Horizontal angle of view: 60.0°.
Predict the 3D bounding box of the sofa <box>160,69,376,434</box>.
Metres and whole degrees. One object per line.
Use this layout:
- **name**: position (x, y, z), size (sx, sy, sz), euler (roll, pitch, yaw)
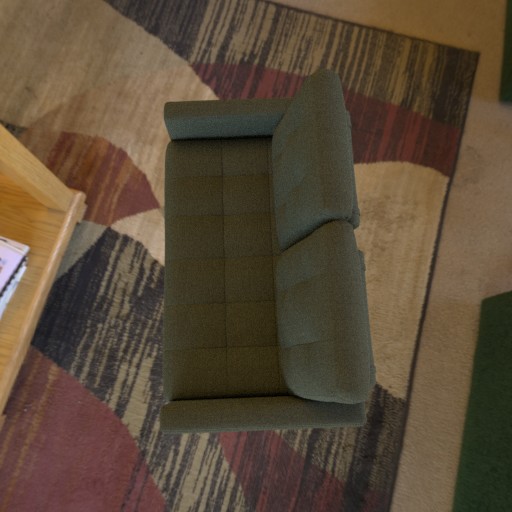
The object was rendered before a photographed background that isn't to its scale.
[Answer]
- **sofa**: position (0.000, 0.000, 1.936), size (0.842, 0.907, 1.407), euler (-2, 76, -1)
